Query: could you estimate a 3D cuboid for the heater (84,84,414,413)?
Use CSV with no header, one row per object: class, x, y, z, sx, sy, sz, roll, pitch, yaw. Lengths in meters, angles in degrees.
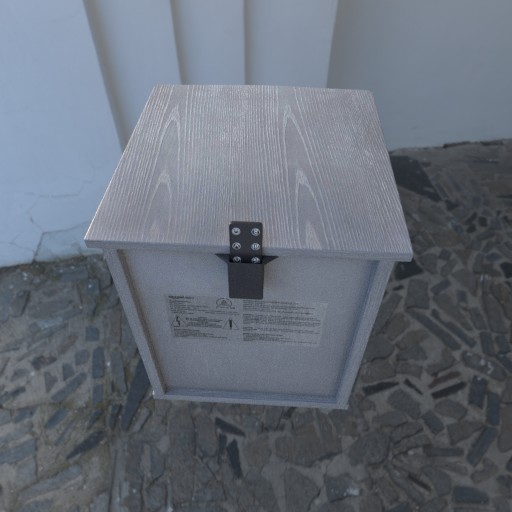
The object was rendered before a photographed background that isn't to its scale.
heater,0.000,0.000,0.755,0.362,0.481,0.400,2,47,2
